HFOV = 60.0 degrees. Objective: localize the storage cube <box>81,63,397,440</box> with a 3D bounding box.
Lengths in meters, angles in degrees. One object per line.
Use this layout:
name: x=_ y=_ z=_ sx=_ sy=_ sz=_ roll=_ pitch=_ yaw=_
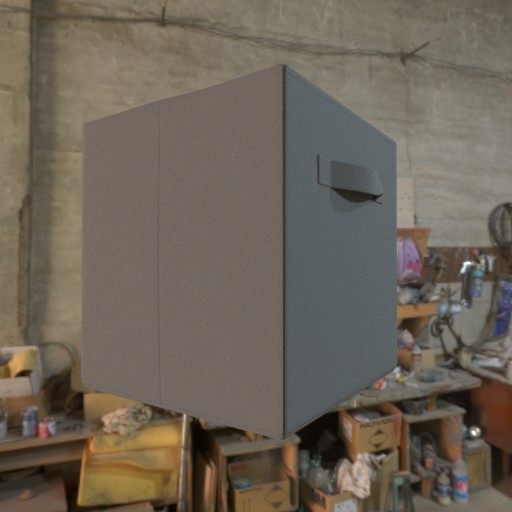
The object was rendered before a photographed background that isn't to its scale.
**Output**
storage cube: x=0.000 y=0.000 z=0.500 sx=0.270 sy=0.280 sz=0.270 roll=-1 pitch=-1 yaw=35
